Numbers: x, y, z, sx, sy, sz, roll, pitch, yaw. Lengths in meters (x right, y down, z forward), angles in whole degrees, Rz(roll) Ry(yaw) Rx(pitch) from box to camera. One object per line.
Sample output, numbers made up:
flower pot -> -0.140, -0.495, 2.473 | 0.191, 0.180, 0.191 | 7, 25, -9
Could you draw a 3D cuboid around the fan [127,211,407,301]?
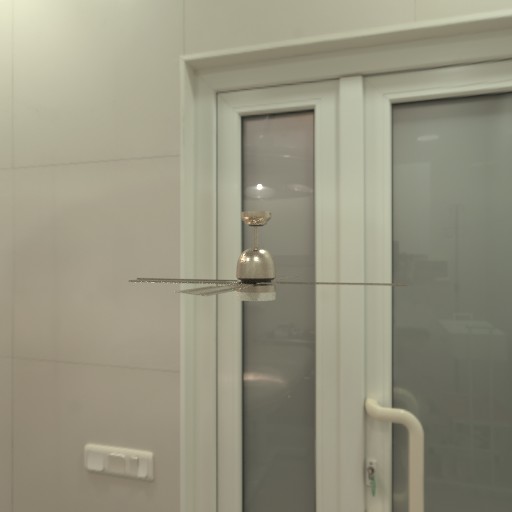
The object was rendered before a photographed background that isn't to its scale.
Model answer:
fan -> 0.000, 0.000, 2.082 | 1.346, 0.406, 1.346 | 0, 0, 17
